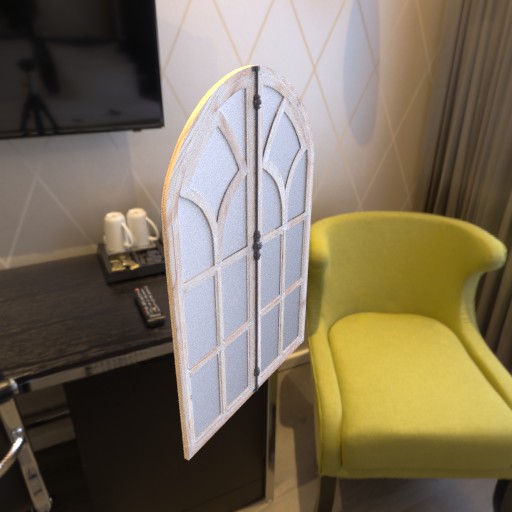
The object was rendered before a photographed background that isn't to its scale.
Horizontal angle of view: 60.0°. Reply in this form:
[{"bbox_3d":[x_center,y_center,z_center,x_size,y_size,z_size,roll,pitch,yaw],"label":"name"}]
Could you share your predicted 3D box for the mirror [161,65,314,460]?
[{"bbox_3d":[0.000,0.000,1.158,0.032,0.915,0.609,16,30,30],"label":"mirror"}]
